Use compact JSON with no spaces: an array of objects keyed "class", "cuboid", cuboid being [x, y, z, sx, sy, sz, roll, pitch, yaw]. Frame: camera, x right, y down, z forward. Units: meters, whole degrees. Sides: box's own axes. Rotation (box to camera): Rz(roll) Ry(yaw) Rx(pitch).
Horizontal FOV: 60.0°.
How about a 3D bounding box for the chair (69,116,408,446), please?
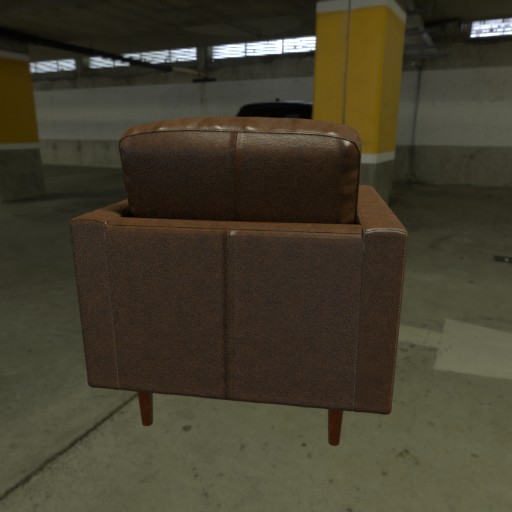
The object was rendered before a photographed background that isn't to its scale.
[{"class":"chair","cuboid":[0.000,0.000,1.619,0.890,0.956,0.909,2,16,9]}]
